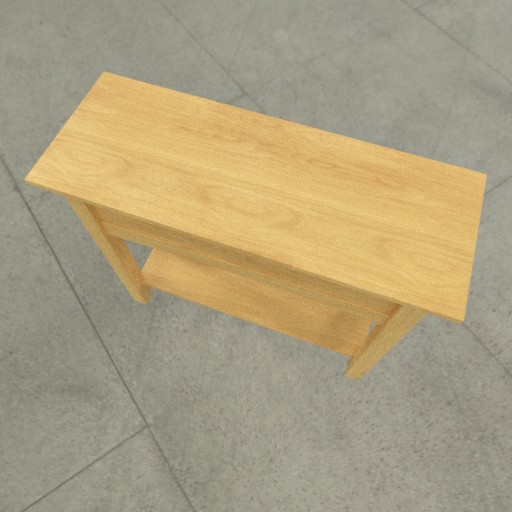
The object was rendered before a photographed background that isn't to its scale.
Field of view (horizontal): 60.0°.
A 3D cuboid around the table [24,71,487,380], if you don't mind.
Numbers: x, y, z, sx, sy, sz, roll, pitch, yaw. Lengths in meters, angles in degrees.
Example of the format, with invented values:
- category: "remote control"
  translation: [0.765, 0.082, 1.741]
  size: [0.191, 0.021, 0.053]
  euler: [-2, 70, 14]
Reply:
- category: "table"
  translation: [0.000, 0.000, 1.244]
  size: [0.900, 0.728, 0.340]
  euler: [18, 64, 9]
